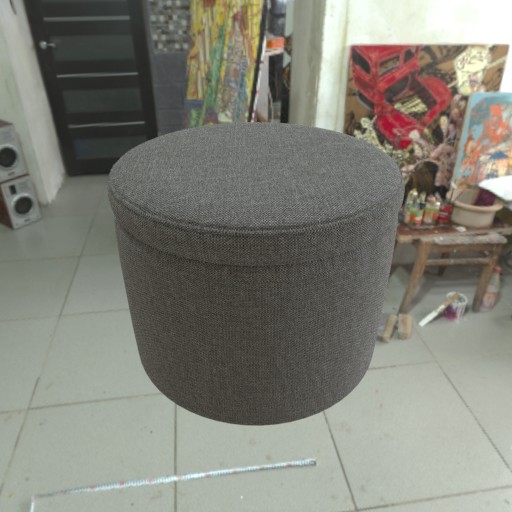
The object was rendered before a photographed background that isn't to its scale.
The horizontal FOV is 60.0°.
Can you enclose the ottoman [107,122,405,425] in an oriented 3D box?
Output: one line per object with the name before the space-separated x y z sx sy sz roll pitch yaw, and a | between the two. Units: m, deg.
ottoman | 0.000 0.000 0.896 0.520 0.430 0.520 0 32 0
